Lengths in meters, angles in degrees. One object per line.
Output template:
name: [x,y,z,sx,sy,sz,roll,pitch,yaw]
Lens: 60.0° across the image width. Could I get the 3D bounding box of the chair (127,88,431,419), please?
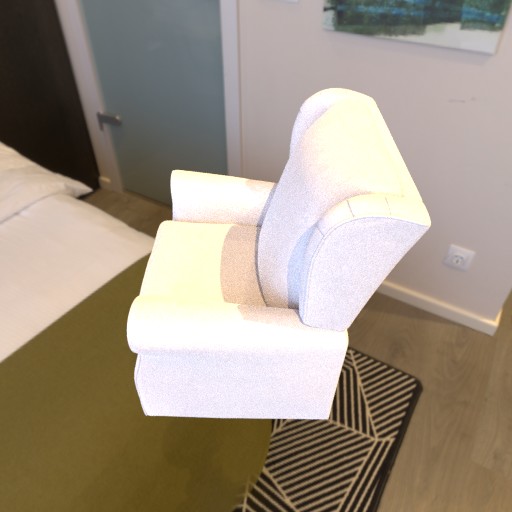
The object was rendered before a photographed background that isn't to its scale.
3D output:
chair: [0.000,0.000,1.634,0.854,0.967,0.906,0,41,1]
